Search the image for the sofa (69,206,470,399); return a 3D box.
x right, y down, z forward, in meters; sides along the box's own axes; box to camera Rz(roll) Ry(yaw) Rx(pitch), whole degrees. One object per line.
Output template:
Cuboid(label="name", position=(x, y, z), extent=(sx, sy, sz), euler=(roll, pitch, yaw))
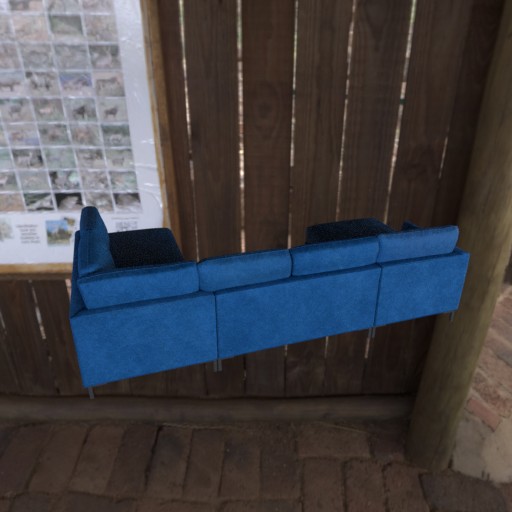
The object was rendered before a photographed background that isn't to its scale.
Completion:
Cuboid(label="sofa", position=(0.000, 0.000, 4.482), extent=(3.434, 0.992, 2.055), euler=(-8, 26, -17))
